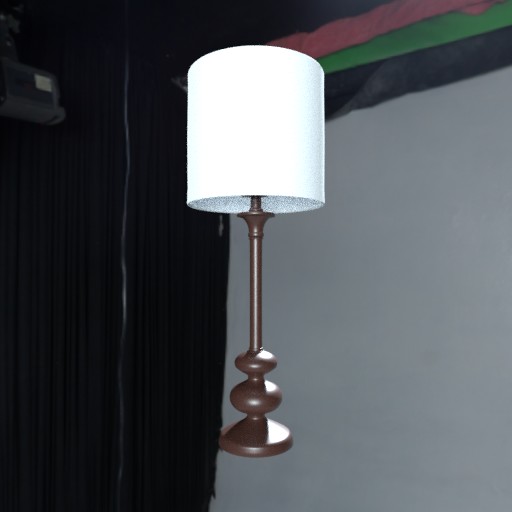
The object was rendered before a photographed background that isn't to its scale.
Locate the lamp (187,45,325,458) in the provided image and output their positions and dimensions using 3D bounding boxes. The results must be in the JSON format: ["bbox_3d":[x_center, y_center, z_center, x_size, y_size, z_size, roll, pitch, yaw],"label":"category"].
[{"bbox_3d":[0.000,0.000,0.826,0.254,0.690,0.254,-1,-2,35],"label":"lamp"}]
